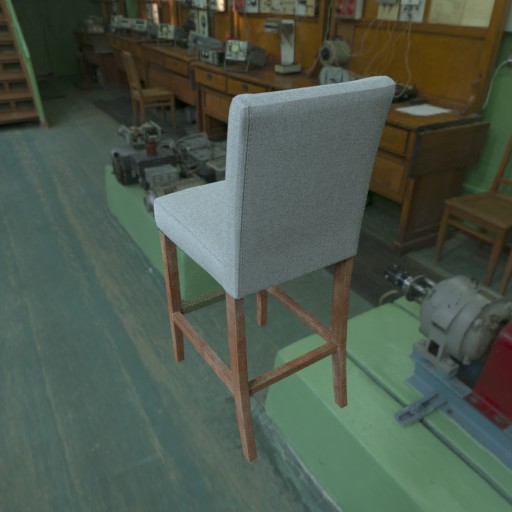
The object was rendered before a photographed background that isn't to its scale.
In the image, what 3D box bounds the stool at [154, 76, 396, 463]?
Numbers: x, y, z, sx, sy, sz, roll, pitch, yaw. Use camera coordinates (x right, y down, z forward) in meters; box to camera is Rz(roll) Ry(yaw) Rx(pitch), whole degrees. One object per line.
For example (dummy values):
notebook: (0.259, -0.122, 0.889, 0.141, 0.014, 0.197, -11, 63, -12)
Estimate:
stool: (0.000, 0.000, 1.386, 0.439, 1.088, 0.570, -19, 36, -28)
